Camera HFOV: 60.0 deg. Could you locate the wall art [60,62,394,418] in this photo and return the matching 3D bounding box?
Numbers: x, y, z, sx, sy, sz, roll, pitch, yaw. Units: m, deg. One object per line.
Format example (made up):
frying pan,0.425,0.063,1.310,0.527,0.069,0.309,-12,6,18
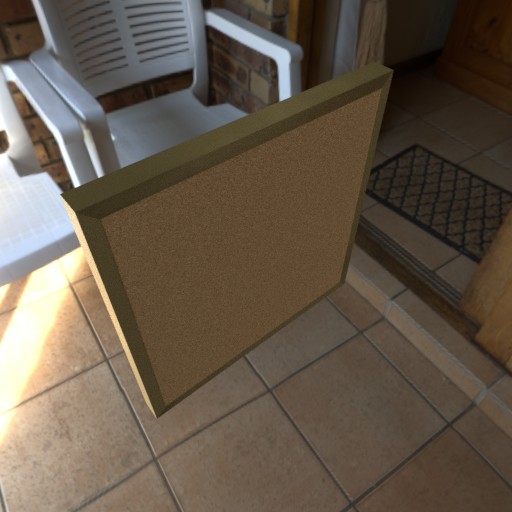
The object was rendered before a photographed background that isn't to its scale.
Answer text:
wall art,0.000,0.000,0.755,0.507,0.508,0.038,-31,54,-26
